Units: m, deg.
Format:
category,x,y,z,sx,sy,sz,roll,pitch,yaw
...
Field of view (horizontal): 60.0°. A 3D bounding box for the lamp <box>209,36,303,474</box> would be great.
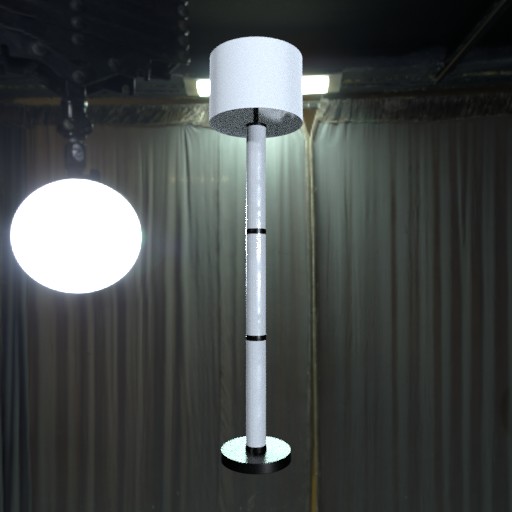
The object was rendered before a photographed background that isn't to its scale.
category,x,y,z,sx,sy,sz,roll,pitch,yaw
lamp,0.000,0.000,1.777,0.377,1.599,0.377,0,-2,0
